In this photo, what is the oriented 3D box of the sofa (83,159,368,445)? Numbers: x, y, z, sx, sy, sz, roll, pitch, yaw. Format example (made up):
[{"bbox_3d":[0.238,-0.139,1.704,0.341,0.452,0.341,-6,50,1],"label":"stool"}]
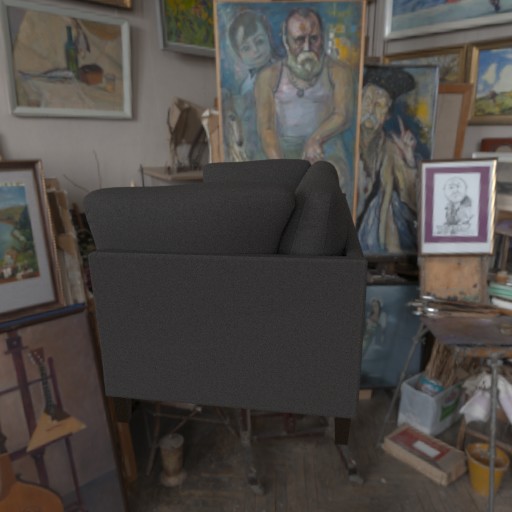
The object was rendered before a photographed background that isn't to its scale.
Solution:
[{"bbox_3d":[0.000,0.000,2.314,0.969,0.920,1.751,2,15,8],"label":"sofa"}]
